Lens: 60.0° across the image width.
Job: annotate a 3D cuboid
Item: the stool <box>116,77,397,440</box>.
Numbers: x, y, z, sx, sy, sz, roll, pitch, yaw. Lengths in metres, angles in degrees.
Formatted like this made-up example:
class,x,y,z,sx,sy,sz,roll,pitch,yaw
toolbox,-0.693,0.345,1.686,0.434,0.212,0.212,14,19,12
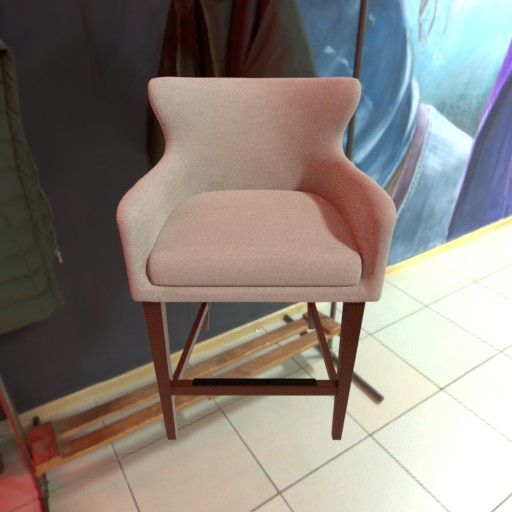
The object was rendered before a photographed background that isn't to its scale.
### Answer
class,x,y,z,sx,sy,sz,roll,pitch,yaw
stool,0.000,0.000,1.359,0.615,0.987,0.637,0,30,0
